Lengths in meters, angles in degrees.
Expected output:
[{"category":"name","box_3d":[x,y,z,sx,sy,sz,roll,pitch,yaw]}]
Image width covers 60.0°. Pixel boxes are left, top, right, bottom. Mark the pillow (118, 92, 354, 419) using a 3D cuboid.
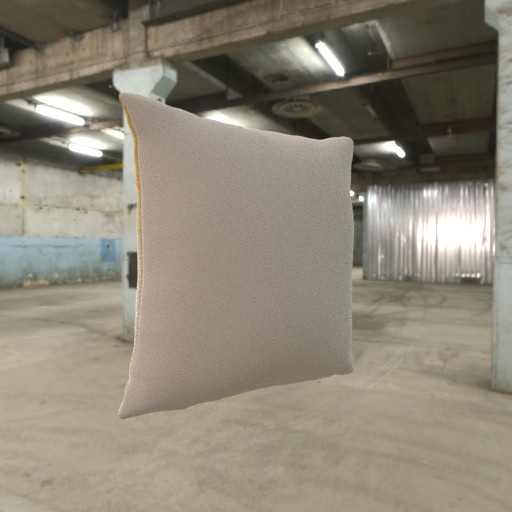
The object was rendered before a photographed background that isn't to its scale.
[{"category":"pillow","box_3d":[0.000,0.000,0.724,0.450,0.450,0.211,0,0,-35]}]
